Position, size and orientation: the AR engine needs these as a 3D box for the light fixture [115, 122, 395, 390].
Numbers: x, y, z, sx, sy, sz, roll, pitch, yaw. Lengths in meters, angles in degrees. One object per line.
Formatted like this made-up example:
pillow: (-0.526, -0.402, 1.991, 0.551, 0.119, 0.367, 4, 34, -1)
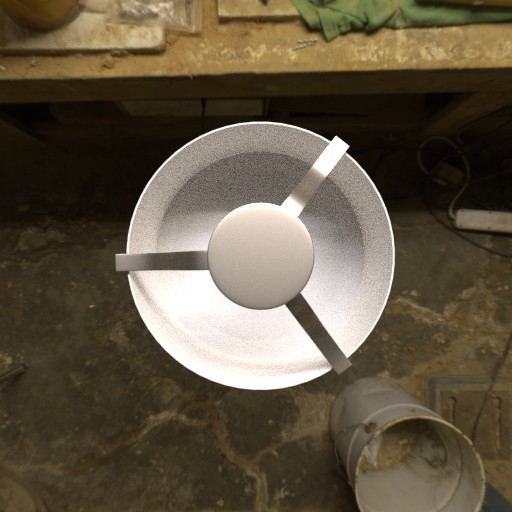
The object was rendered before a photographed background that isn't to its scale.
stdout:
light fixture: (0.000, 0.000, 0.668, 0.395, 0.304, 0.395, 0, 90, 0)
